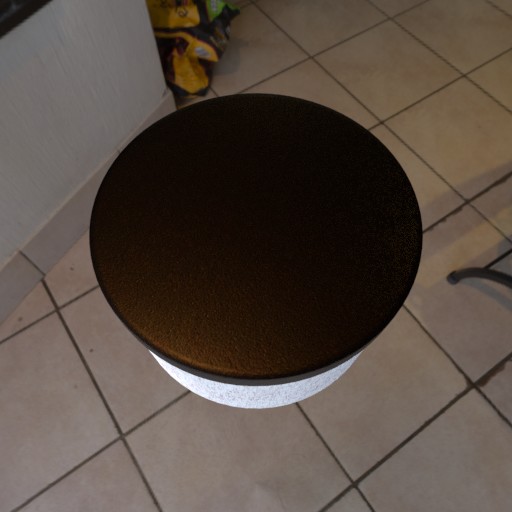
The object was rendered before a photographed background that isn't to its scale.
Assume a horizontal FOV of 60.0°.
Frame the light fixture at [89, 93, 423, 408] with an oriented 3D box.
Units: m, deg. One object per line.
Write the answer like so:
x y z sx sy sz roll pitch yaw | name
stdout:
0.000 0.000 0.624 0.389 0.229 0.389 0 63 0 | light fixture
